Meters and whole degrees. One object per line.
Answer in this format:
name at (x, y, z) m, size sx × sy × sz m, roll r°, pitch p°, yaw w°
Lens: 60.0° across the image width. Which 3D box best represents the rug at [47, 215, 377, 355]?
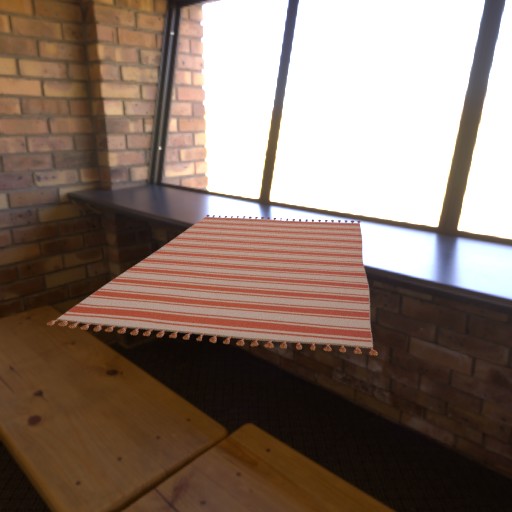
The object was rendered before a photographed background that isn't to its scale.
rug at (0.000, 0.000, 2.554) m, size 1.232 × 0.017 × 2.092 m, roll 3°, pitch 17°, yaw 11°
